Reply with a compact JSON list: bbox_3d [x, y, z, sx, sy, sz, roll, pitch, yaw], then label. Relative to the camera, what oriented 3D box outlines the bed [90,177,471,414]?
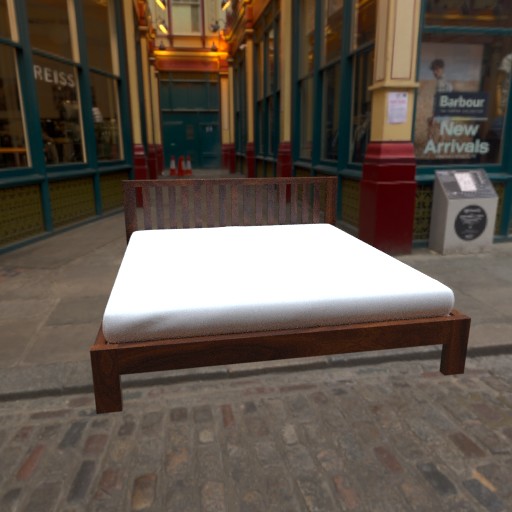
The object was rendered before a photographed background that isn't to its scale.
[{"bbox_3d":[0.000,0.000,3.080,1.905,0.890,2.030,-3,15,-11],"label":"bed"}]
